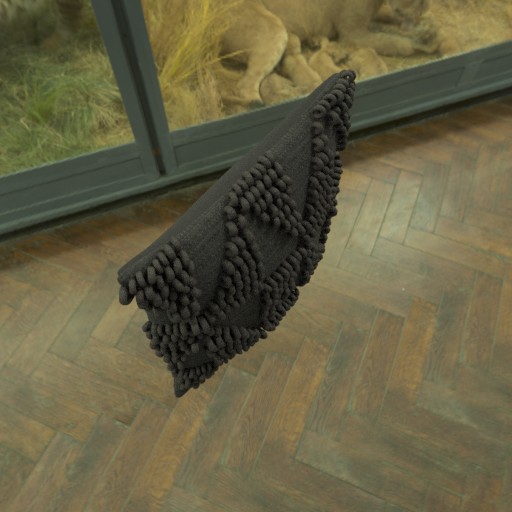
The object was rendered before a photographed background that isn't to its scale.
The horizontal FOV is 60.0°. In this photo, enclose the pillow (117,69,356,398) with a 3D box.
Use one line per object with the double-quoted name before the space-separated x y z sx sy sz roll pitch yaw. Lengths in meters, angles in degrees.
"pillow" 0.000 0.000 0.745 0.172 0.467 0.470 34 65 18
